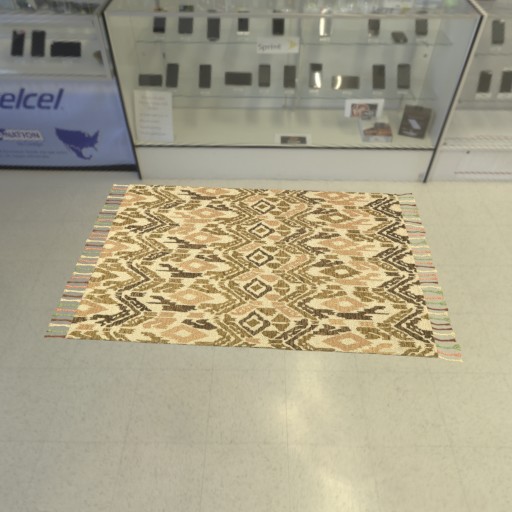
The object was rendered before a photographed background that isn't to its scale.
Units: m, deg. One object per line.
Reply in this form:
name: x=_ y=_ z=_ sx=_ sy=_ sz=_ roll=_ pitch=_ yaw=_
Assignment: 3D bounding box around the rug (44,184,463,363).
rug: x=0.000 y=0.000 z=3.060 sx=2.438 sy=0.008 sz=1.524 roll=2 pitch=46 yaw=2
